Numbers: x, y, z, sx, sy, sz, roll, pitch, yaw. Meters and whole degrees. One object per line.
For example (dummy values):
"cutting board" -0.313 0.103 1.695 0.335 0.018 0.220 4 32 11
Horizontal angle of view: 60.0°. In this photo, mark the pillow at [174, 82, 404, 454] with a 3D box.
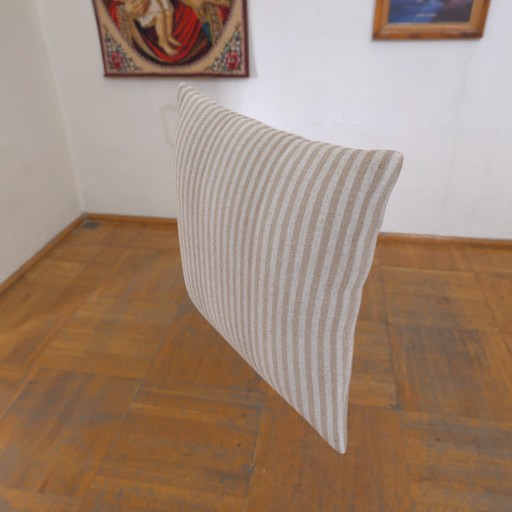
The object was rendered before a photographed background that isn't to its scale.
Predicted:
"pillow" 0.000 0.000 0.783 0.166 0.510 0.523 -20 37 -30
